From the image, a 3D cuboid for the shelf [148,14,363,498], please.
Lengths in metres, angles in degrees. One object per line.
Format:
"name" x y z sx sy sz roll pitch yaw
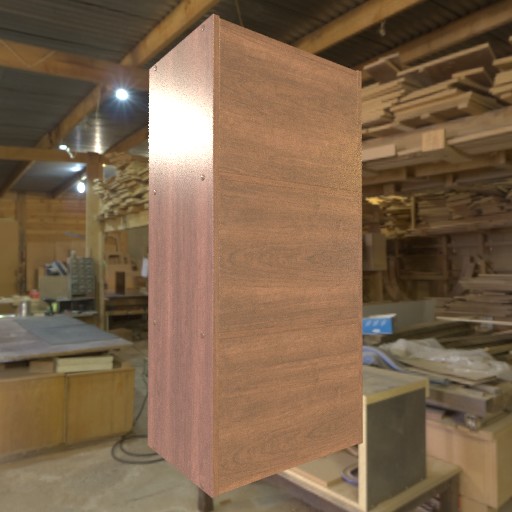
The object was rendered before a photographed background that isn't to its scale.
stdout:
"shelf" 0.000 0.000 1.042 0.414 0.879 0.290 1 -1 -37
